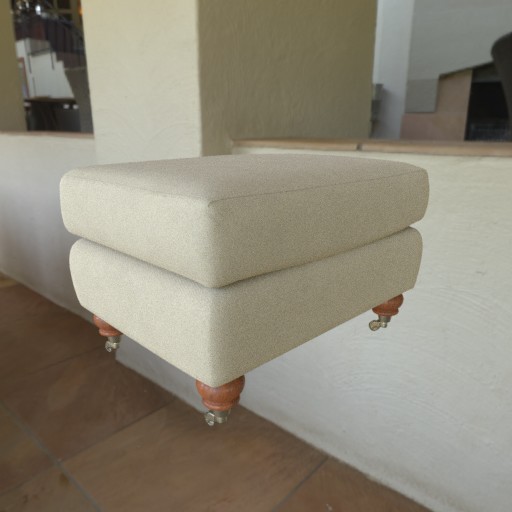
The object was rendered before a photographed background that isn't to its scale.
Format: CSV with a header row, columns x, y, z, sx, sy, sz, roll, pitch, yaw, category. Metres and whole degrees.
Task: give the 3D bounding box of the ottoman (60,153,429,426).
x,y,z,sx,sy,sz,roll,pitch,yaw,category
0.000,0.000,1.140,0.773,0.504,0.569,-15,22,-42,ottoman
